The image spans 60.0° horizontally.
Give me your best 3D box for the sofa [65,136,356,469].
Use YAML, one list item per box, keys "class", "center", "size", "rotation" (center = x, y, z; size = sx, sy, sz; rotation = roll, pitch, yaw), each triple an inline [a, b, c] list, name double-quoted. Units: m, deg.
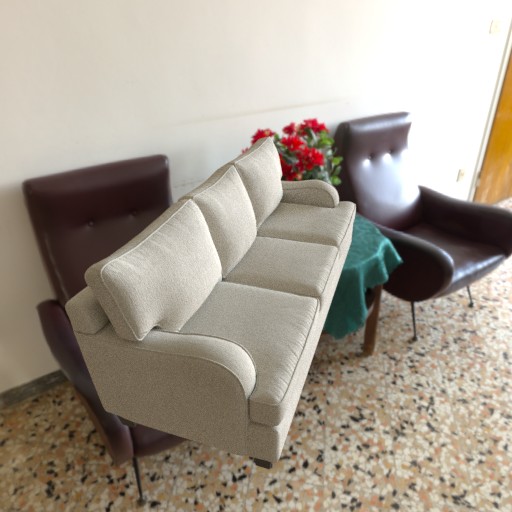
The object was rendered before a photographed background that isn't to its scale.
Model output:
- class: "sofa"
  center: [0.000, 0.000, 2.877]
  size: [1.016, 0.991, 2.323]
  rotation: [9, 31, 16]
